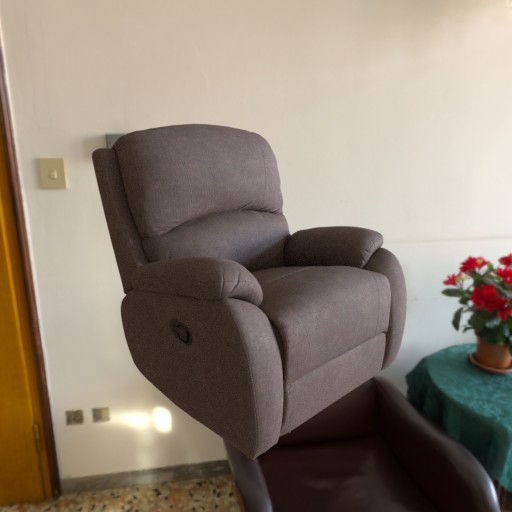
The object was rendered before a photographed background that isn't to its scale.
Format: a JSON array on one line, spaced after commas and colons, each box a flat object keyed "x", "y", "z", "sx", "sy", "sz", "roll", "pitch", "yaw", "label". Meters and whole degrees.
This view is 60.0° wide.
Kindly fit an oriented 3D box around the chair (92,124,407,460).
[{"x": 0.000, "y": 0.000, "z": 1.746, "sx": 0.899, "sy": 1.011, "sz": 0.930, "roll": 14, "pitch": 20, "yaw": 43, "label": "chair"}]
